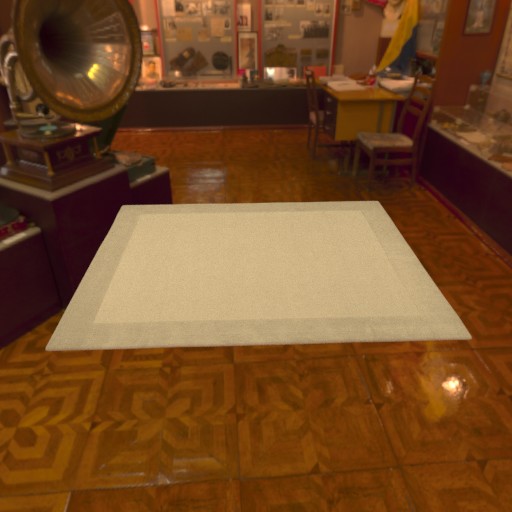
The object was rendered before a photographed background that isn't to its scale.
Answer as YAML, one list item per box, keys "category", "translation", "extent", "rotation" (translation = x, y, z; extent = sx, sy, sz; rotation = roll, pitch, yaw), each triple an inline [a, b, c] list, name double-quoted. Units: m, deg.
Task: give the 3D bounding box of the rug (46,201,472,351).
- category: "rug"
  translation: [0.000, 0.000, 4.101]
  extent: [2.976, 0.018, 2.430]
  rotation: [-1, 30, -2]
